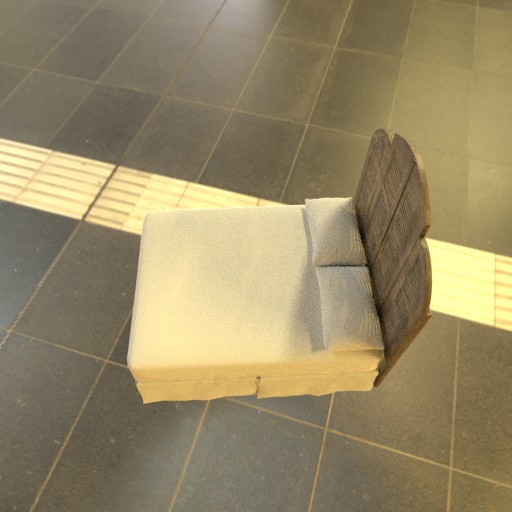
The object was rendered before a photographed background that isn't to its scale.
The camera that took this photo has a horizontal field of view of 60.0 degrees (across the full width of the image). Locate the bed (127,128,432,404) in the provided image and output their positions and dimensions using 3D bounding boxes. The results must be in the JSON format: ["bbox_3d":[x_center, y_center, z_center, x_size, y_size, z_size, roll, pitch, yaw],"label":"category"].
[{"bbox_3d":[0.000,0.000,3.549,2.138,2.019,1.713,-2,57,-1],"label":"bed"}]
